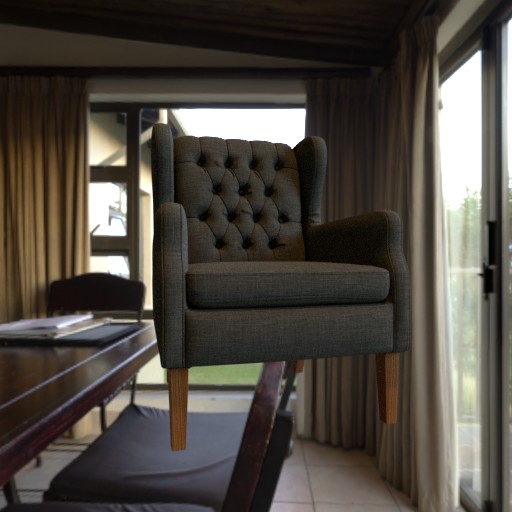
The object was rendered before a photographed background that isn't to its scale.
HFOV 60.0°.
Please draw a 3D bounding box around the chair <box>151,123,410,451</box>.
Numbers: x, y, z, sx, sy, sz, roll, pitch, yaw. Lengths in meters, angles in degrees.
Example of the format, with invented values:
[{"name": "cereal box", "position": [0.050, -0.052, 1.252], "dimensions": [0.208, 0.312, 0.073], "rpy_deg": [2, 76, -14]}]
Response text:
[{"name": "chair", "position": [0.000, 0.000, 1.491], "dimensions": [0.711, 0.953, 0.775], "rpy_deg": [0, 0, -17]}]
